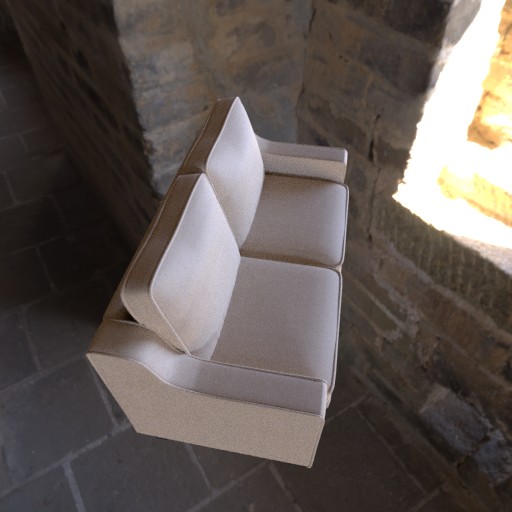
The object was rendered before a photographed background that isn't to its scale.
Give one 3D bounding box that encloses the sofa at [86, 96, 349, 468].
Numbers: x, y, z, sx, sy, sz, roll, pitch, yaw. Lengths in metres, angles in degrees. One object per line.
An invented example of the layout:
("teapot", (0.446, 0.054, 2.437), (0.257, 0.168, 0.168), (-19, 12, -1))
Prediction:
("sofa", (0.000, 0.000, 3.443), (1.351, 1.562, 2.587), (8, 47, 7))
